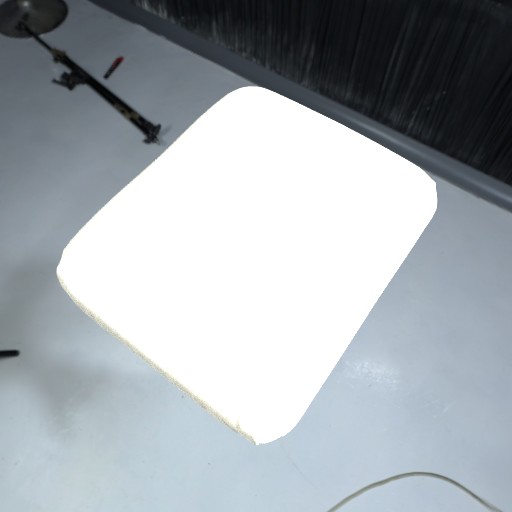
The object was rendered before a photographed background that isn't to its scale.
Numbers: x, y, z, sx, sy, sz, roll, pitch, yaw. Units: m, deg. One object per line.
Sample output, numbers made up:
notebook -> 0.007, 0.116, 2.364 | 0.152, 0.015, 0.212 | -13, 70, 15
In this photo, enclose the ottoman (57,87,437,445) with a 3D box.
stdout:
ottoman -> 0.000, 0.000, 1.133 | 0.622, 0.450, 0.747 | 33, 66, 16
